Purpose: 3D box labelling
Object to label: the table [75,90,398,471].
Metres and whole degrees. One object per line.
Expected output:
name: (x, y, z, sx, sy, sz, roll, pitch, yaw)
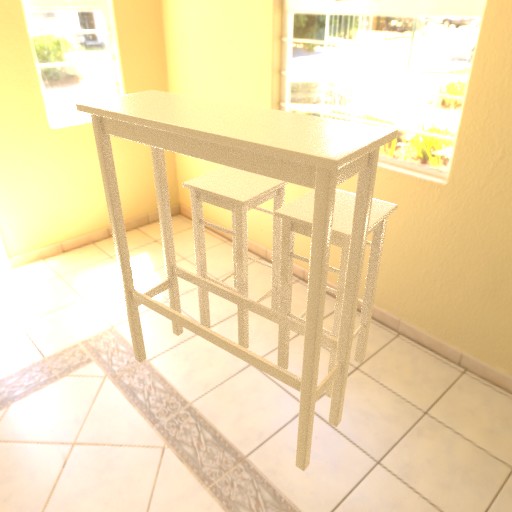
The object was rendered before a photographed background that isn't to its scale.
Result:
table: (0.000, 0.000, 1.620, 0.915, 1.065, 0.650, 21, 36, 32)
